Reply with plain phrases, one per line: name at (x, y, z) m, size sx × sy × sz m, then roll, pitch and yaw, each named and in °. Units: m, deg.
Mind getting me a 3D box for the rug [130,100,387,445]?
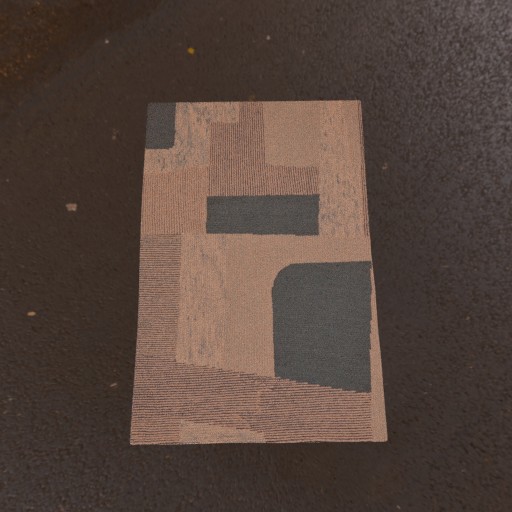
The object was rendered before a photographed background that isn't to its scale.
rug at (0.000, 0.000, 2.349) m, size 1.238 × 0.020 × 1.847 m, roll -1°, pitch 76°, yaw 0°
